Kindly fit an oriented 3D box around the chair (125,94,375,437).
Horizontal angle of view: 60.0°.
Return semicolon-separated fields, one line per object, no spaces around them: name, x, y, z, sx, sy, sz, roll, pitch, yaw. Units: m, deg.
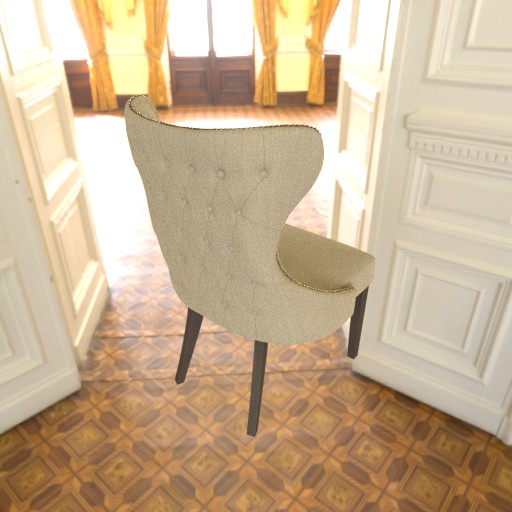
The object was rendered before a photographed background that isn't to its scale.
chair;0.000;0.000;1.400;0.628;0.967;0.635;23;37;34
